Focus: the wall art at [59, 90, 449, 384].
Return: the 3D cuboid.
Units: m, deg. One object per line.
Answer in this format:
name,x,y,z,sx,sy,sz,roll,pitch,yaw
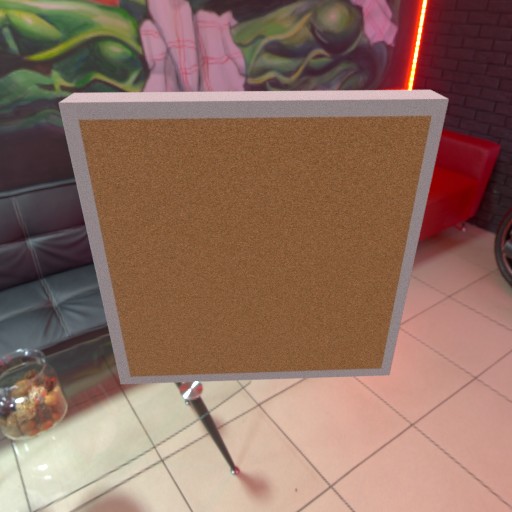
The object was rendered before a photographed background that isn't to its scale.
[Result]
wall art,0.000,0.000,0.440,0.305,0.305,0.038,-1,31,-2
